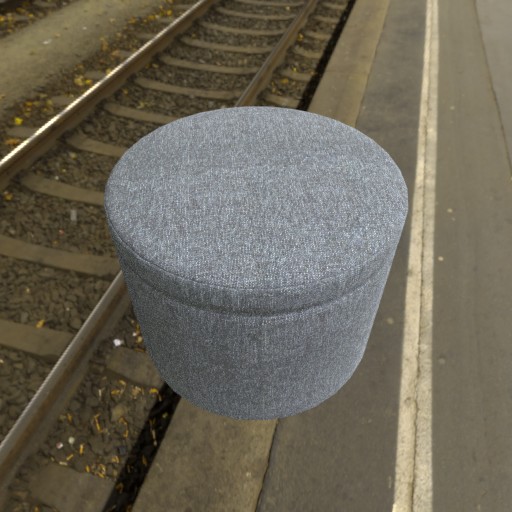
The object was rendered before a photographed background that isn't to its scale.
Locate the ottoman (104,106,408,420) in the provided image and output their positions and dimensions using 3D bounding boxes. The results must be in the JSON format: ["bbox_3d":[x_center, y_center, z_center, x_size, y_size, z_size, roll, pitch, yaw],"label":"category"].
[{"bbox_3d":[0.000,0.000,0.873,0.500,0.419,0.500,0,45,0],"label":"ottoman"}]
